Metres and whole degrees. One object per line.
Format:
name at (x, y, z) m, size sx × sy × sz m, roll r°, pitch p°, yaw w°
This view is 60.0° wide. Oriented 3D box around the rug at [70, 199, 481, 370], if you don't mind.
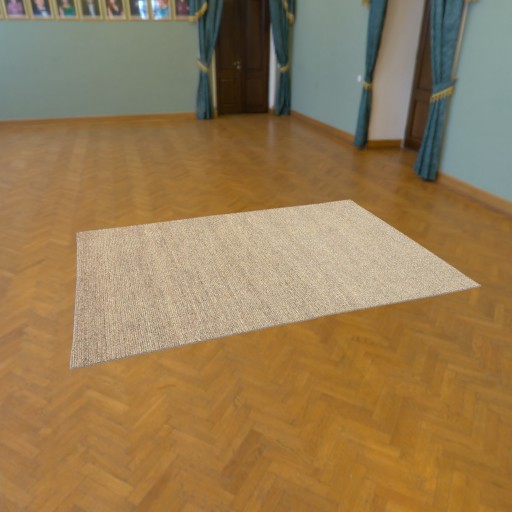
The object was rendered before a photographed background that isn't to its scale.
rug at (0.000, 0.000, 3.018) m, size 2.342 × 0.030 × 1.609 m, roll -8°, pitch 28°, yaw -16°
